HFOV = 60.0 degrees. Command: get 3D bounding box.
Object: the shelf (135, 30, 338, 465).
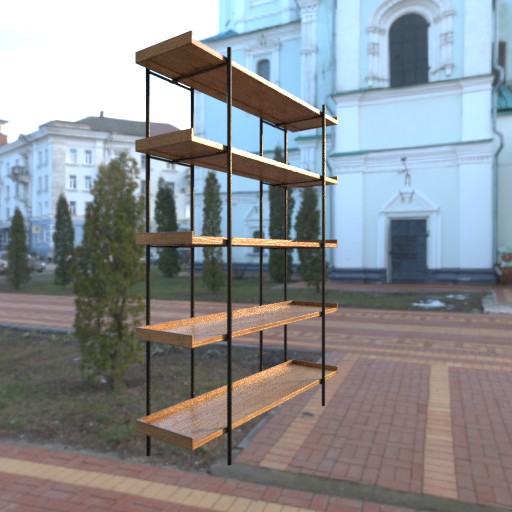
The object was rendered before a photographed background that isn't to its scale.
[{"bbox_3d":[0.000,0.000,2.420,0.379,1.826,1.371,0,1,35],"label":"shelf"}]
